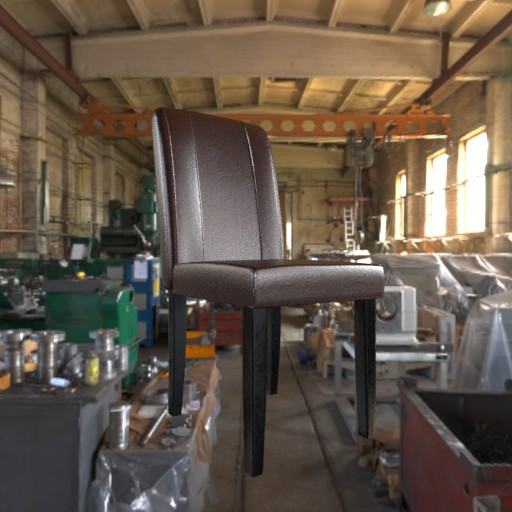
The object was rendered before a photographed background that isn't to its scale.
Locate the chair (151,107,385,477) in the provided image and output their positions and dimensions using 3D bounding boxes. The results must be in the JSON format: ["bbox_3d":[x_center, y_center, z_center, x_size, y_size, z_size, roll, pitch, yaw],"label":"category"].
[{"bbox_3d":[0.000,0.000,1.210,0.399,0.897,0.556,0,0,-34],"label":"chair"}]
